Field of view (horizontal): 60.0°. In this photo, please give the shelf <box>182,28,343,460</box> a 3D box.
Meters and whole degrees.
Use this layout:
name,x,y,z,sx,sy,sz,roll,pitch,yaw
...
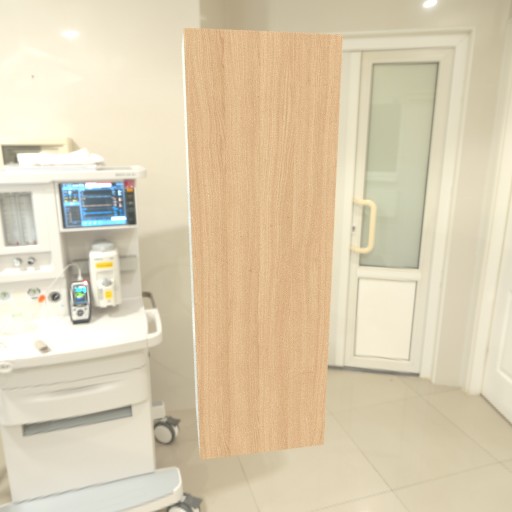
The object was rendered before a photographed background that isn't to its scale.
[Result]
name,x,y,z,sx,sy,sz,roll,pitch,yaw
shelf,0.000,0.000,0.998,0.290,0.882,0.197,-3,15,-10
